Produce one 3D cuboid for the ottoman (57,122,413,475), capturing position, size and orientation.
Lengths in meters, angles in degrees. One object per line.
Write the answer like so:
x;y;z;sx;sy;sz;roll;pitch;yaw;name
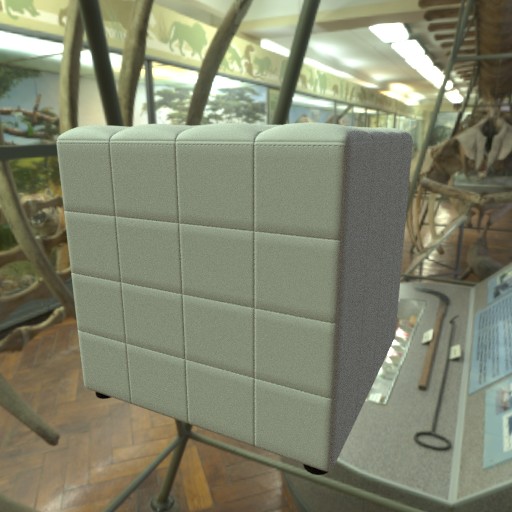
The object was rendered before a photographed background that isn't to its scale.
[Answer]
0.000;0.000;0.765;0.425;0.432;0.425;8;17;26;ottoman
